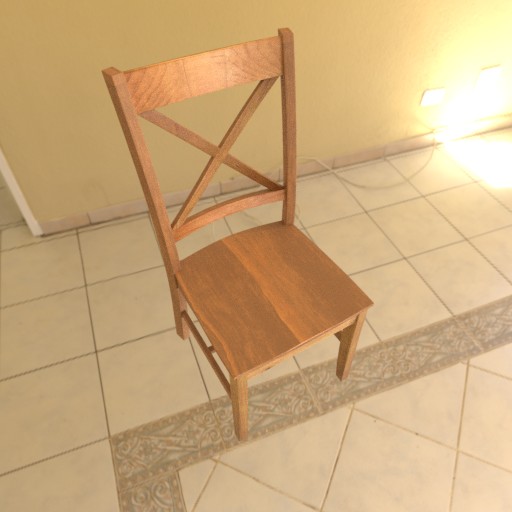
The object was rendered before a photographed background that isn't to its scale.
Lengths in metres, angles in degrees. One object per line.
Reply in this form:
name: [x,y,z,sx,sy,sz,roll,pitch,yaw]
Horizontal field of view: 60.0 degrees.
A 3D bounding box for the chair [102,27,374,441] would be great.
chair: [0.000,0.000,1.255,0.485,0.983,0.542,-23,51,-20]
